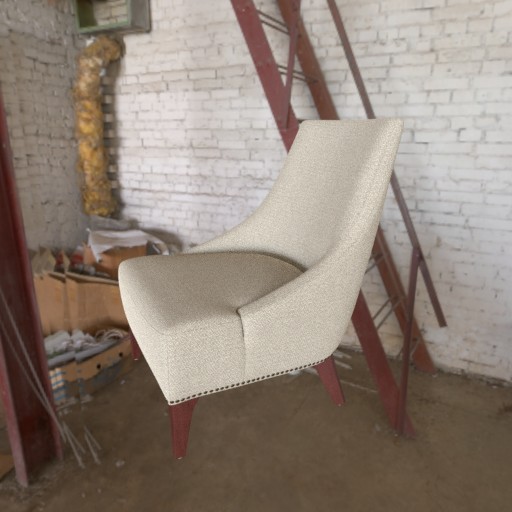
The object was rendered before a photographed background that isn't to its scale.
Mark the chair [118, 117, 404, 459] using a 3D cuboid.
[{"bbox_3d":[0.000,0.000,1.525,0.861,0.909,0.701,-7,18,-25],"label":"chair"}]
